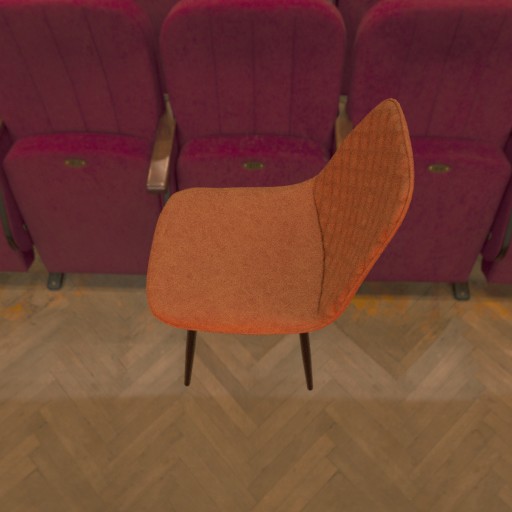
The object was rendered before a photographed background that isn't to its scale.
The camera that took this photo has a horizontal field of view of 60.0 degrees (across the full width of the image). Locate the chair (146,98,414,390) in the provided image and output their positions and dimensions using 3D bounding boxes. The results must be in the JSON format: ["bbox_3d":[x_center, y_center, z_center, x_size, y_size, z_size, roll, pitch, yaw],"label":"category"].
[{"bbox_3d":[0.000,0.000,1.185,0.561,0.889,0.472,2,59,1],"label":"chair"}]
